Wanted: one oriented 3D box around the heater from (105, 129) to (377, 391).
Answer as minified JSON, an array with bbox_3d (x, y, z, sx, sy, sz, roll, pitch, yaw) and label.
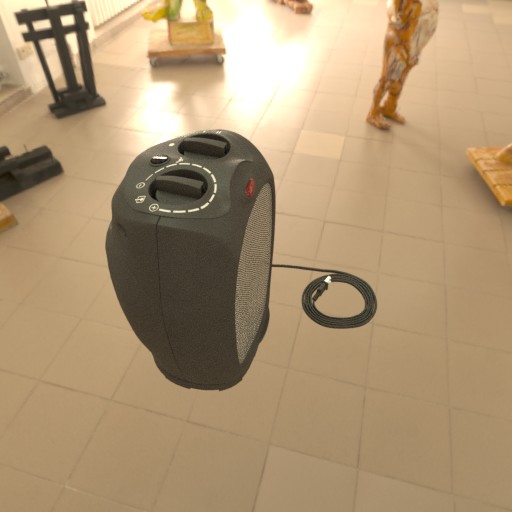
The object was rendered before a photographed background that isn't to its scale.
[{"bbox_3d":[0.000,0.000,0.472,0.291,0.255,0.239,11,46,10],"label":"heater"}]
